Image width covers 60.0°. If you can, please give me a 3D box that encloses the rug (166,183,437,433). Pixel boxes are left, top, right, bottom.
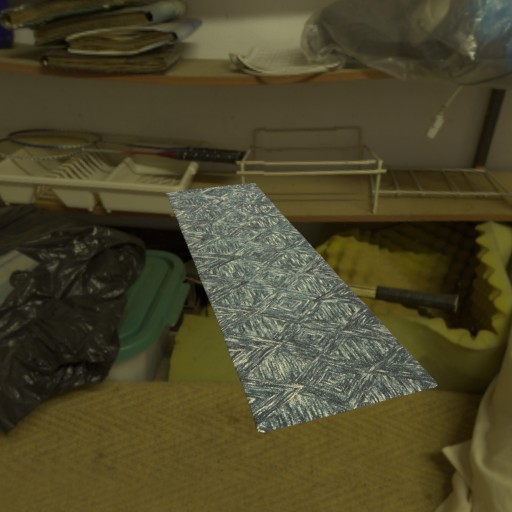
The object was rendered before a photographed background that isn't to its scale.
[{"bbox_3d":[0.000,0.000,2.511,0.719,0.013,2.306,-9,30,-15],"label":"rug"}]
